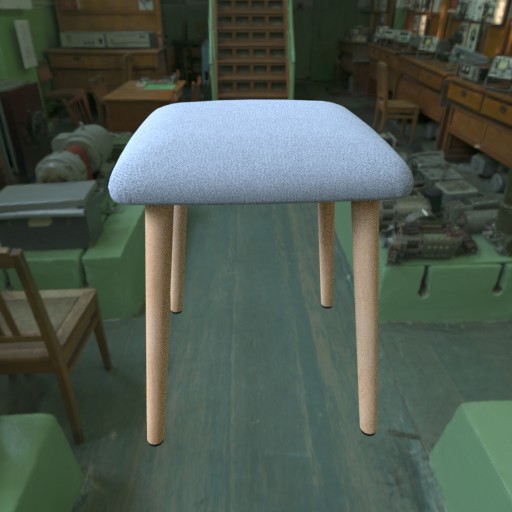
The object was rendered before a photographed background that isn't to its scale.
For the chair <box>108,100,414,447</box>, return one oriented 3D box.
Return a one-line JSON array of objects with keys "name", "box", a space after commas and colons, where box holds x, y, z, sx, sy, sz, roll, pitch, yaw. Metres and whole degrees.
[{"name": "chair", "box": [0.000, 0.000, 0.700, 0.350, 0.440, 0.350, -2, 30, -3]}]
